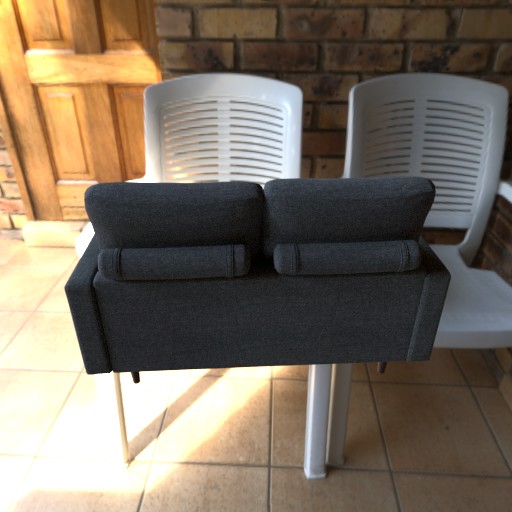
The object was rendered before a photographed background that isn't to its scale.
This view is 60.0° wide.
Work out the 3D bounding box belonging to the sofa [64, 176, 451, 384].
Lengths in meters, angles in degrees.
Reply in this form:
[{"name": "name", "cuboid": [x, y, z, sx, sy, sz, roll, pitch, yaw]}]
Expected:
[{"name": "sofa", "cuboid": [0.000, 0.000, 1.978, 1.407, 0.907, 0.842, -2, 30, -3]}]
